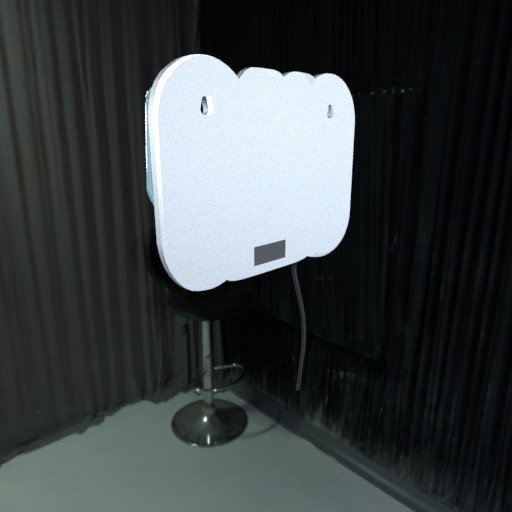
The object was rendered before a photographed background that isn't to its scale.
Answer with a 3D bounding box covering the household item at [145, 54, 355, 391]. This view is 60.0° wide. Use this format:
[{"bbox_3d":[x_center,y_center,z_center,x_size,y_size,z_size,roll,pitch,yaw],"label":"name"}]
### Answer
[{"bbox_3d":[0.000,0.000,0.374,0.042,0.294,0.211,15,22,43],"label":"household item"}]
